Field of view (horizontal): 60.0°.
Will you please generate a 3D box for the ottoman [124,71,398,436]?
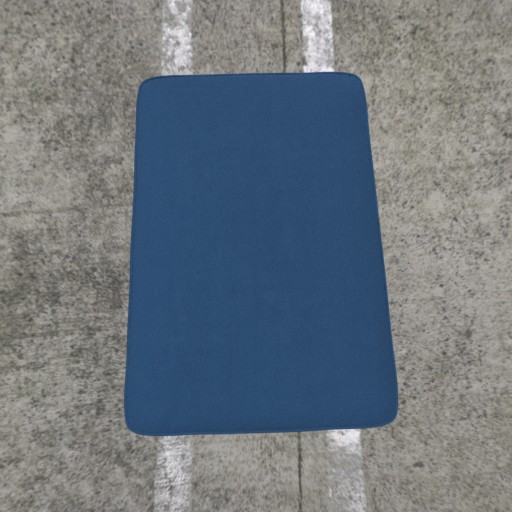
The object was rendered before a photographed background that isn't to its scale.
[{"bbox_3d":[0.000,0.000,1.208,0.583,0.484,0.862,-2,75,0],"label":"ottoman"}]
